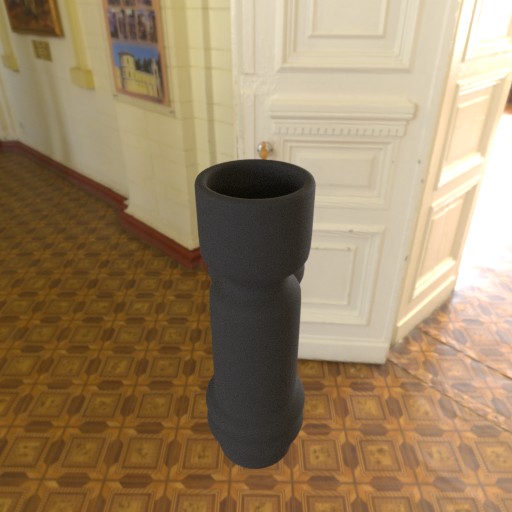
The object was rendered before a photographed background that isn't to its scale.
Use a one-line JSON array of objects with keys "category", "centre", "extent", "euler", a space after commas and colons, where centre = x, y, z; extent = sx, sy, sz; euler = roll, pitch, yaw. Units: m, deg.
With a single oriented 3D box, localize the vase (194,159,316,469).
[{"category": "vase", "centre": [0.000, 0.000, 0.434], "extent": [0.120, 0.249, 0.307], "euler": [0, 31, 0]}]
